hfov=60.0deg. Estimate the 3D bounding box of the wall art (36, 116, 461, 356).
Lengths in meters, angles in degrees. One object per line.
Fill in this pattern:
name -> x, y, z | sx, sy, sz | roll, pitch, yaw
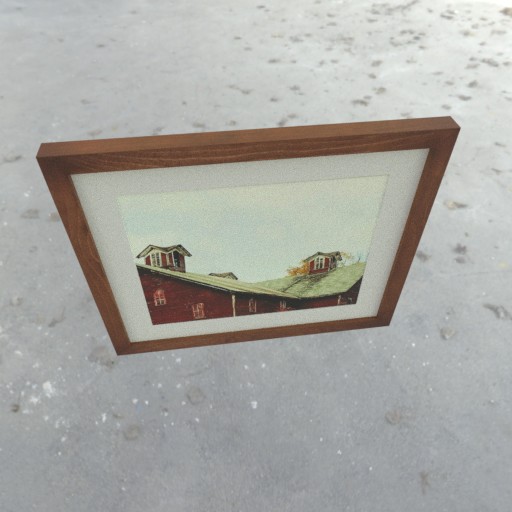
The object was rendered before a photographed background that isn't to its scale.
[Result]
wall art -> 0.000, 0.000, 0.752 | 0.558, 0.457, 0.033 | -5, 46, -5
